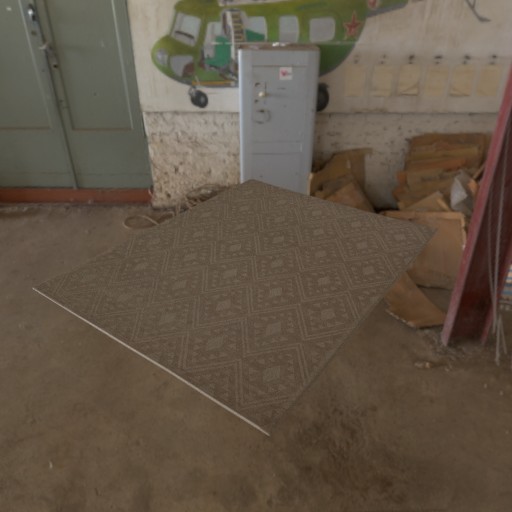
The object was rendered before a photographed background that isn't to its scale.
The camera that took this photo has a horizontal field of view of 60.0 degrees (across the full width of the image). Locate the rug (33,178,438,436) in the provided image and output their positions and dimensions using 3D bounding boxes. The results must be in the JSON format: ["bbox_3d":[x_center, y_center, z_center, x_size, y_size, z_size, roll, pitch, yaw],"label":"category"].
[{"bbox_3d":[0.000,0.000,4.091,2.399,0.054,3.011,21,37,30],"label":"rug"}]
